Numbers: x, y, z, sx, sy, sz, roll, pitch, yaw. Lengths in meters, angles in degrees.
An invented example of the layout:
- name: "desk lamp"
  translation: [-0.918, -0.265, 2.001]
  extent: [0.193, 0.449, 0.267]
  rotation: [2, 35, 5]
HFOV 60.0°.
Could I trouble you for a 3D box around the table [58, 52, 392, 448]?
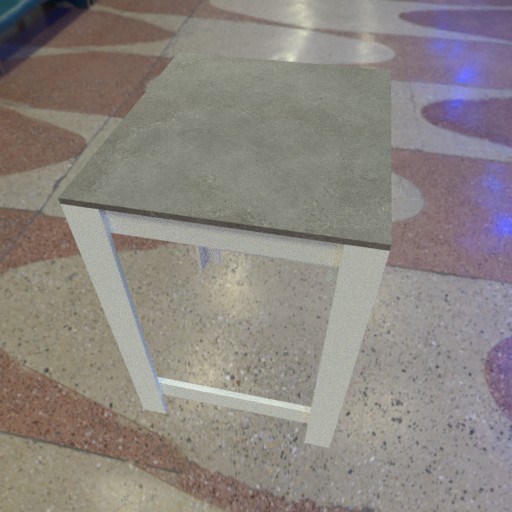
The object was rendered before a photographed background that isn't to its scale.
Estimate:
- name: "table"
  translation: [0.000, 0.000, 1.538]
  extent: [0.700, 1.020, 0.800]
  rotation: [9, 47, 8]
